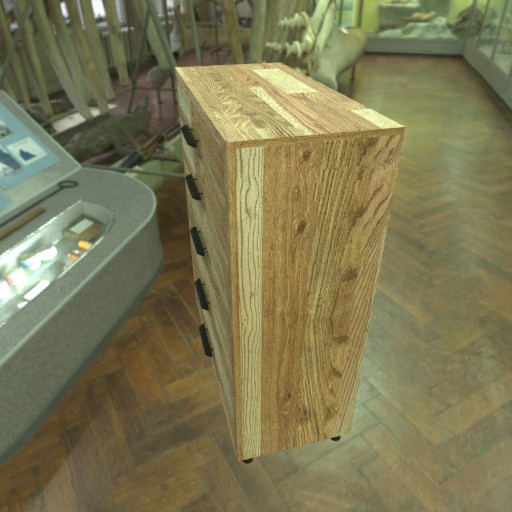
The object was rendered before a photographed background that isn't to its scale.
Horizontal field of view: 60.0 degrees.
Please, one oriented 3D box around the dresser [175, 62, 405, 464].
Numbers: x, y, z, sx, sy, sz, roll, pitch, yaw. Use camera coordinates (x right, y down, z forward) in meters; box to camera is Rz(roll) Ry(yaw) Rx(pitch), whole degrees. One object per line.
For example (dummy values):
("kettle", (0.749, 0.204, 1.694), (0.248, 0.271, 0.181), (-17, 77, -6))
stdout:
("dresser", (0.000, 0.000, 1.737), (0.480, 1.243, 0.966), (-8, 33, -13))
